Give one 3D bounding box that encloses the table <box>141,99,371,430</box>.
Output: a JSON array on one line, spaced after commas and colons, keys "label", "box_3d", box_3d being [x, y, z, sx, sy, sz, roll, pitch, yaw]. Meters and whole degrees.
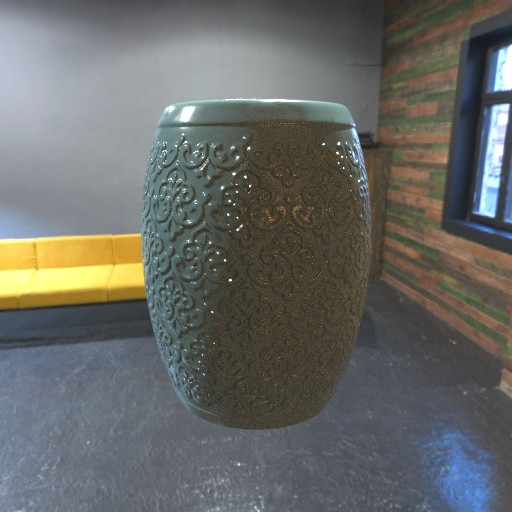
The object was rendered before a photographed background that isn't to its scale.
[{"label": "table", "box_3d": [0.000, 0.000, 0.620, 0.309, 0.397, 0.309, 0, 14, 0]}]
